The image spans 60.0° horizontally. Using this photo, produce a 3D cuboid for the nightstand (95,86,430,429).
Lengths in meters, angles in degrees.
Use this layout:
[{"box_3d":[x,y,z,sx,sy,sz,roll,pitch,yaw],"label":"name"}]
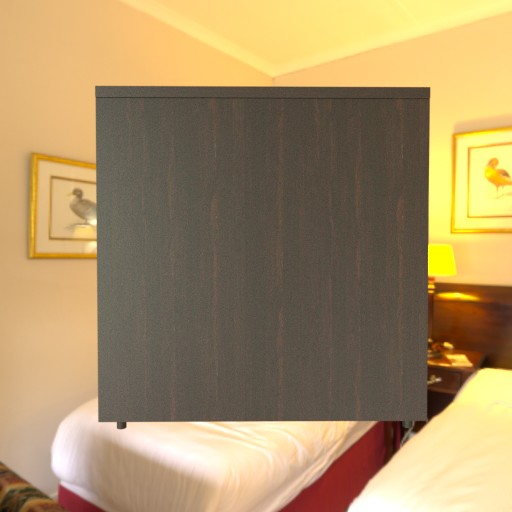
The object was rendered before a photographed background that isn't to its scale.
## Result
[{"box_3d":[0.000,0.000,0.794,0.461,0.460,0.400,0,1,-1],"label":"nightstand"}]
